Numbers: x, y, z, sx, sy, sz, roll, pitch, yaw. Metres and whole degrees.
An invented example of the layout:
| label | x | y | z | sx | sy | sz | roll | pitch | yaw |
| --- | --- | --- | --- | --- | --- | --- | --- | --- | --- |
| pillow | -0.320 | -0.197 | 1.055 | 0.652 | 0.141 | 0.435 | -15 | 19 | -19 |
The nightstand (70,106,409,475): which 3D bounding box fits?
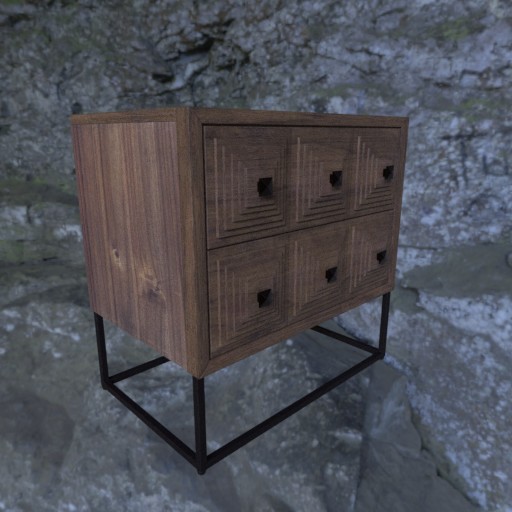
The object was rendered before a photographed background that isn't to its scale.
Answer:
| label | x | y | z | sx | sy | sz | roll | pitch | yaw |
| --- | --- | --- | --- | --- | --- | --- | --- | --- | --- |
| nightstand | 0.000 | 0.000 | 1.010 | 0.610 | 0.610 | 0.437 | -14 | 21 | -42 |
